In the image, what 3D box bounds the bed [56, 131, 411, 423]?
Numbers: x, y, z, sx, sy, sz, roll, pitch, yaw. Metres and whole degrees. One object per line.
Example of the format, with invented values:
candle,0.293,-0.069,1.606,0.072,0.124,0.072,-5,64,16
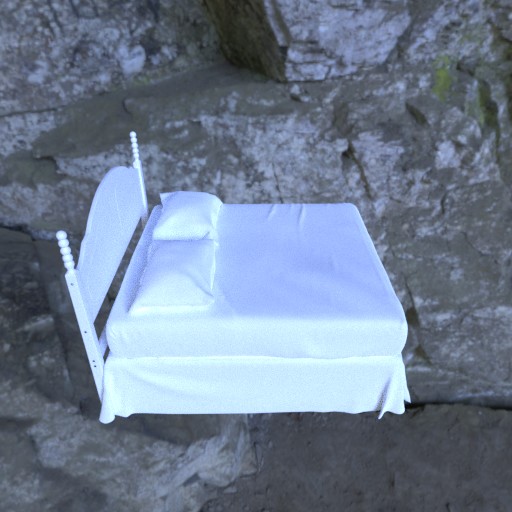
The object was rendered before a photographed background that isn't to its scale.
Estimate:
bed,0.000,0.000,3.263,2.040,1.356,1.873,0,33,0
